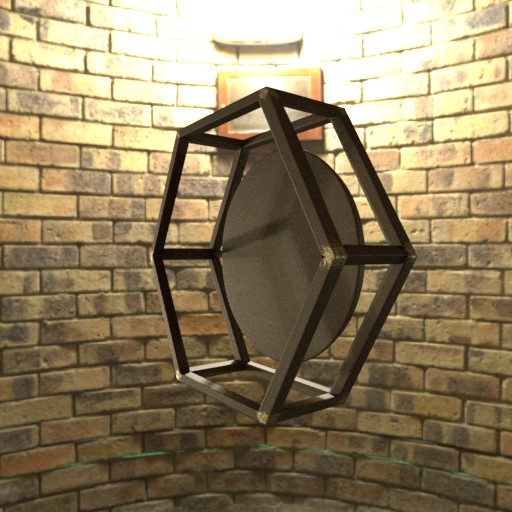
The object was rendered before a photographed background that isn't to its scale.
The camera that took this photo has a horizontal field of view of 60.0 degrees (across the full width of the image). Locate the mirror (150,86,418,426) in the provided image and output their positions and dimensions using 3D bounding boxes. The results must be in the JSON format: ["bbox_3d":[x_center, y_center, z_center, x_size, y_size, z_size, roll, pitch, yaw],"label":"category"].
[{"bbox_3d":[0.000,0.000,0.548,0.119,0.334,0.380,0,0,-36],"label":"mirror"}]
